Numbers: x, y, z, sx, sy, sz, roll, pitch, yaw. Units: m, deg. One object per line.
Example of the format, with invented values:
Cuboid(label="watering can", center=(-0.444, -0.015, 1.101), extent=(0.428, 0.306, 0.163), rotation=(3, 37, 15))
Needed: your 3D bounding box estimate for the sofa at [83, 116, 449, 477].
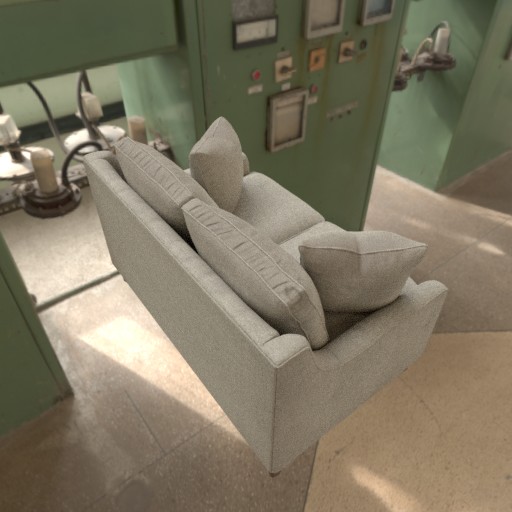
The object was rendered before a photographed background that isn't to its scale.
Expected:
Cuboid(label="sofa", center=(0.000, 0.000, 1.993), extent=(0.915, 0.863, 1.422), rotation=(-26, 47, -27))
